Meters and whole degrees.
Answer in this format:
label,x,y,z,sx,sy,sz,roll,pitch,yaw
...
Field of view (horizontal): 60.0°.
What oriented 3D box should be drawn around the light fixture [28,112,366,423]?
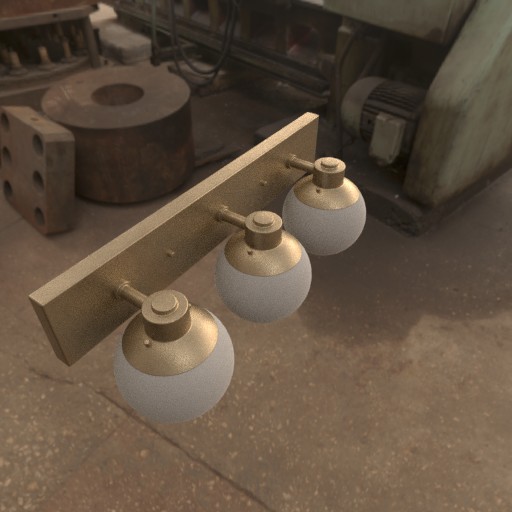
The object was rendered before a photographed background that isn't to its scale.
label,x,y,z,sx,sy,sz,roll,pitch,yaw
light fixture,0.000,0.000,0.835,0.218,0.263,0.721,25,46,26
